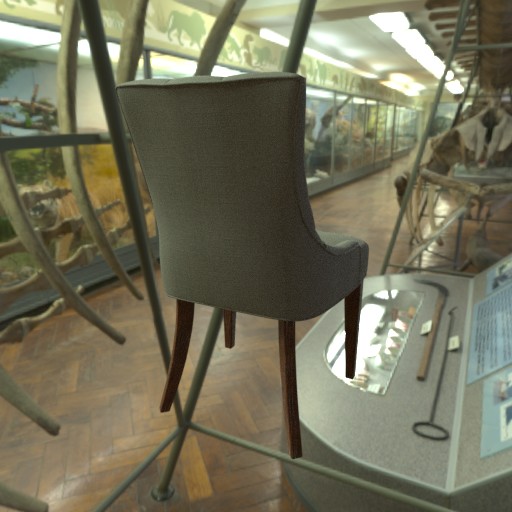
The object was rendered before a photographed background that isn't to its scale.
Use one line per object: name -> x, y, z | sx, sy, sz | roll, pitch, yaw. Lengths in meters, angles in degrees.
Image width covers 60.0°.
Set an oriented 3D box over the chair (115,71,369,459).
chair -> 0.000, 0.000, 1.210 | 0.509, 0.874, 0.565 | 8, 18, 26
